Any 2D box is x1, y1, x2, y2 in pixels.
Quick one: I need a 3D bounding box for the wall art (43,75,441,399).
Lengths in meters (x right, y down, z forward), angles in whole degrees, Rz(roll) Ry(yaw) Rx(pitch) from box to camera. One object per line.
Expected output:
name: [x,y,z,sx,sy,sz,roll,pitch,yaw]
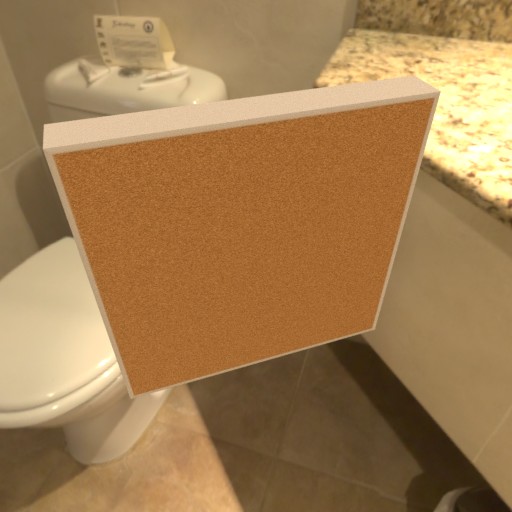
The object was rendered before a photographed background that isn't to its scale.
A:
wall art: [0.000,0.000,0.439,0.305,0.304,0.038,-13,43,-14]
